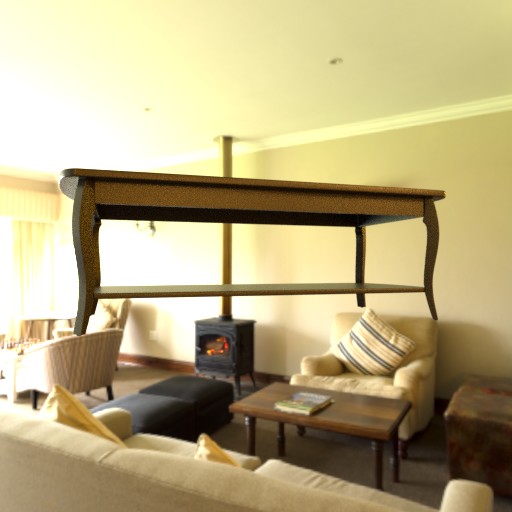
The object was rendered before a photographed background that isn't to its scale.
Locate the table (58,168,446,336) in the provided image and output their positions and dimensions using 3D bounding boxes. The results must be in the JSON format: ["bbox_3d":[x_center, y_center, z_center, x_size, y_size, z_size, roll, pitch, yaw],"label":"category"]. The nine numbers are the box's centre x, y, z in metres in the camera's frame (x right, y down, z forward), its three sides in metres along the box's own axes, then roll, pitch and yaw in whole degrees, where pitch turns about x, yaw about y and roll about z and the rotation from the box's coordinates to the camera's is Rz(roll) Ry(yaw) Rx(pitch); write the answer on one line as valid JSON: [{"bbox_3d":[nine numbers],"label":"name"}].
[{"bbox_3d":[0.000,0.000,1.639,1.333,0.457,0.571,0,-1,-17],"label":"table"}]
